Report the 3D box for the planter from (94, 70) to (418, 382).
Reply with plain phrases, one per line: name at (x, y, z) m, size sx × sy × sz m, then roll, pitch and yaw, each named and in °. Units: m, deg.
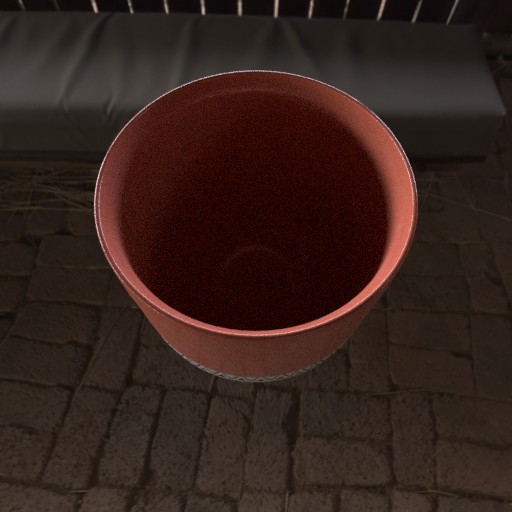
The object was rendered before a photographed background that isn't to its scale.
planter at (0.000, 0.000, 0.487) m, size 0.266 × 0.270 × 0.266 m, roll 0°, pitch 63°, yaw 0°
